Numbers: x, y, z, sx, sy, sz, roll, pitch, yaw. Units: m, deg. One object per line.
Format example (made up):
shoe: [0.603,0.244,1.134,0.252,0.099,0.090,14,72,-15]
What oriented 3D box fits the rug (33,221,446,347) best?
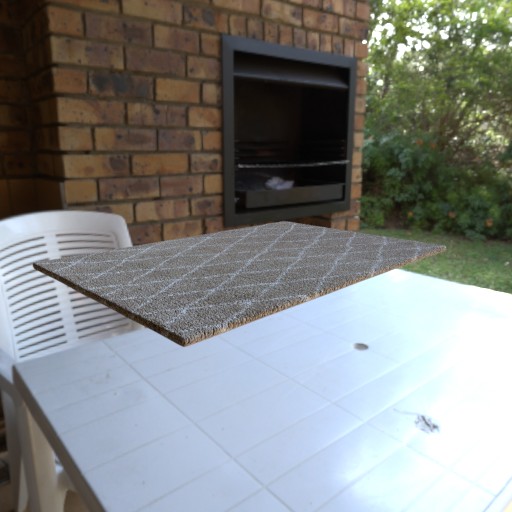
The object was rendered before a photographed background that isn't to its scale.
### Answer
rug: [0.000,0.000,2.279,1.778,0.030,1.219,-13,19,-43]
